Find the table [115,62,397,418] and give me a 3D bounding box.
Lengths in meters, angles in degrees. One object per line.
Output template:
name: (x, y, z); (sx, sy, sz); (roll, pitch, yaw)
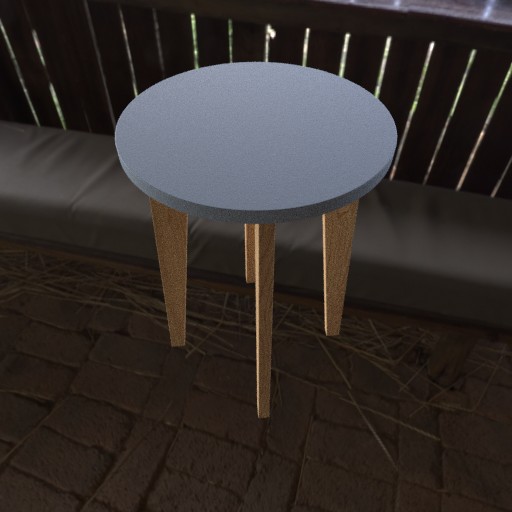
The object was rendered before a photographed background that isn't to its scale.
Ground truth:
table: (0.000, 0.000, 0.744); (0.350, 0.500, 0.350); (0, 47, 0)
